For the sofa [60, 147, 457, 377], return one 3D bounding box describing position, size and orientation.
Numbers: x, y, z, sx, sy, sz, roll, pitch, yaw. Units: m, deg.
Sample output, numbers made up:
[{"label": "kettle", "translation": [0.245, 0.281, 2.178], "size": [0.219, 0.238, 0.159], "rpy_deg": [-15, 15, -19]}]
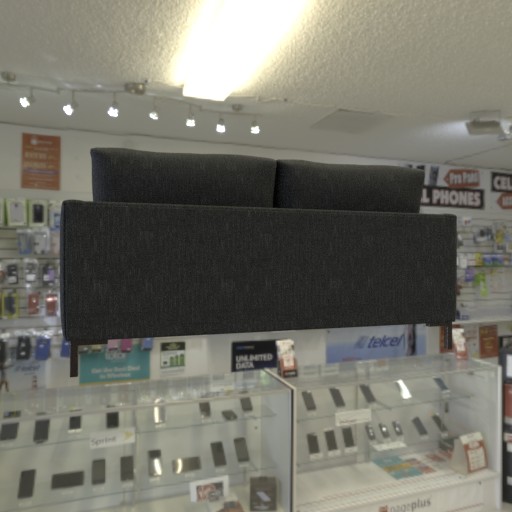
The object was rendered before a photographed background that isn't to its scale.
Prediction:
[{"label": "sofa", "translation": [0.000, 0.000, 2.200], "size": [1.716, 0.862, 0.866], "rpy_deg": [0, 0, -17]}]
